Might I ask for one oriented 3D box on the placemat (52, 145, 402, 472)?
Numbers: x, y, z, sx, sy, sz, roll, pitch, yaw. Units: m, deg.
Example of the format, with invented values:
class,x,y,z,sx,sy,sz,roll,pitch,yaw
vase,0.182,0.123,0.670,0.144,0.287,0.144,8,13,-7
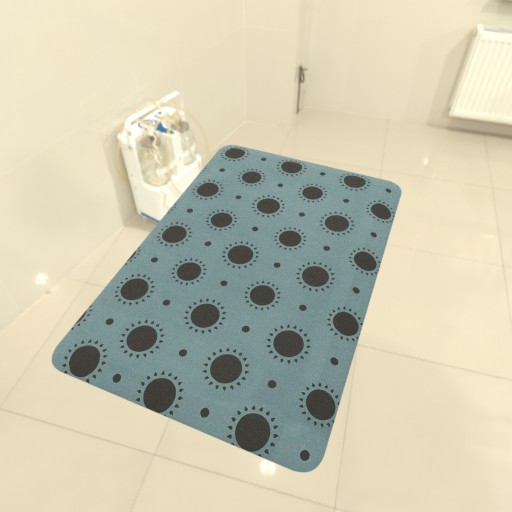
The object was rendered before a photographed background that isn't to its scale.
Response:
class,x,y,z,sx,sy,sz,roll,pitch,yaw
placemat,0.000,0.000,0.957,0.508,0.021,0.762,17,49,15
